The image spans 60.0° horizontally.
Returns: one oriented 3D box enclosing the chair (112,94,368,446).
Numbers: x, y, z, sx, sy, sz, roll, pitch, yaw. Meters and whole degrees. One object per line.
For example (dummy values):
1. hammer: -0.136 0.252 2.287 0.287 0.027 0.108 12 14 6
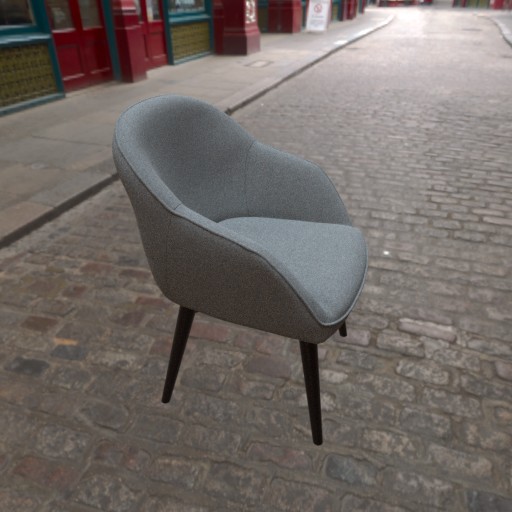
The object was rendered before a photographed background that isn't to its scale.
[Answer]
1. chair: 0.000 0.000 1.246 0.611 0.810 0.589 9 31 16
